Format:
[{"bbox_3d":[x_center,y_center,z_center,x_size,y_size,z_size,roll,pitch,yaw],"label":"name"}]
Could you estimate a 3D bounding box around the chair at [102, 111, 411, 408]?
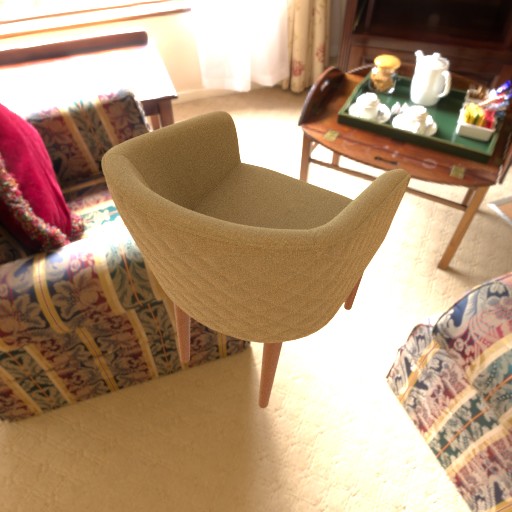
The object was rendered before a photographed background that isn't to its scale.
[{"bbox_3d":[0.000,0.000,1.210,0.584,0.775,0.616,24,53,20],"label":"chair"}]
